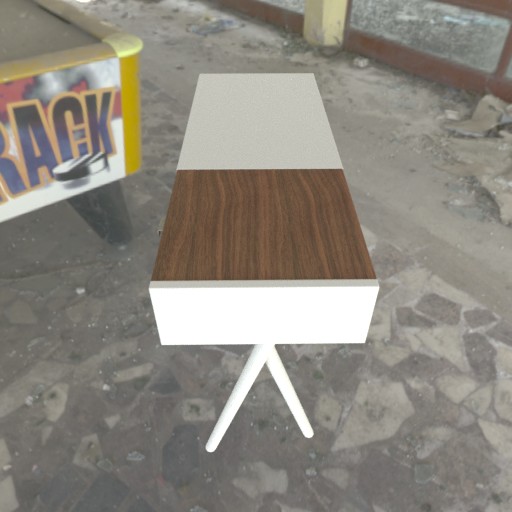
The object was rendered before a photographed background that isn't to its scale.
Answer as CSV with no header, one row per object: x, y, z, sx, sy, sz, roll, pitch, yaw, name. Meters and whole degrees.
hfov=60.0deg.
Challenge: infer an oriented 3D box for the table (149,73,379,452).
0.000,0.000,1.422,0.418,0.785,1.066,0,41,-1,table
